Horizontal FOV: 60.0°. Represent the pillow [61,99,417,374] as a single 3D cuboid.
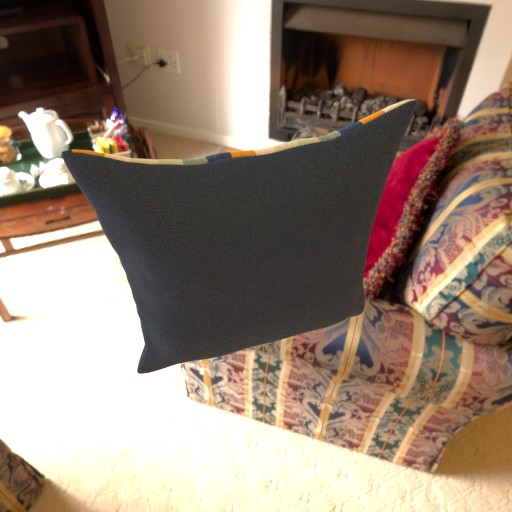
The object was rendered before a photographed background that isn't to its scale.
[{"bbox_3d":[0.000,0.000,0.707,0.463,0.454,0.173,-13,44,-13],"label":"pillow"}]
